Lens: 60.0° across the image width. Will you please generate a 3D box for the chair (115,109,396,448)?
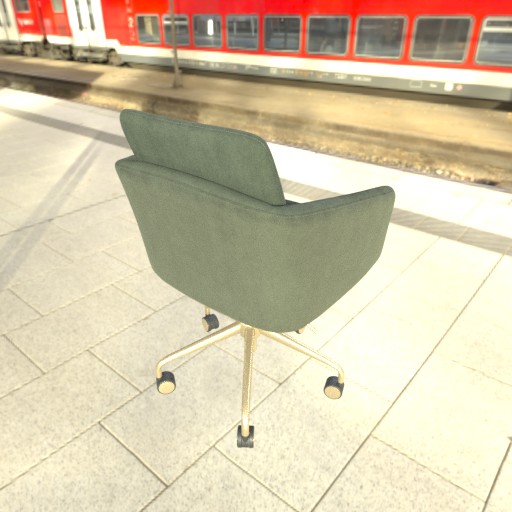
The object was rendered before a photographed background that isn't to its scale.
[{"bbox_3d":[0.000,0.000,1.352,0.641,0.908,0.635,21,35,33],"label":"chair"}]
